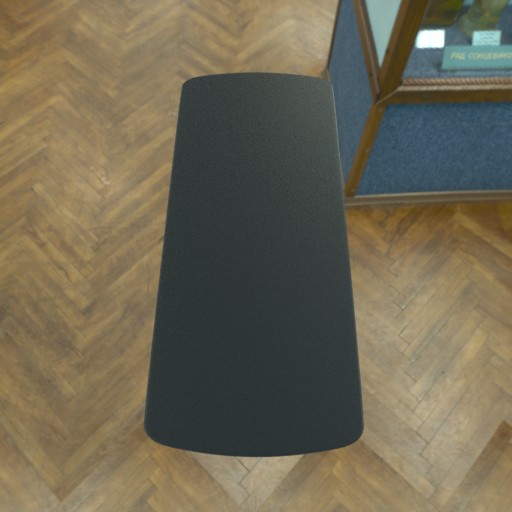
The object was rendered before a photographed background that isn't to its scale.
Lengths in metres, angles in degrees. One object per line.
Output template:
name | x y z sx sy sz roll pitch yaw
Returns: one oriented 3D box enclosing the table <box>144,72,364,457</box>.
table | 0.000 0.000 1.598 0.571 0.457 1.333 0 64 0
